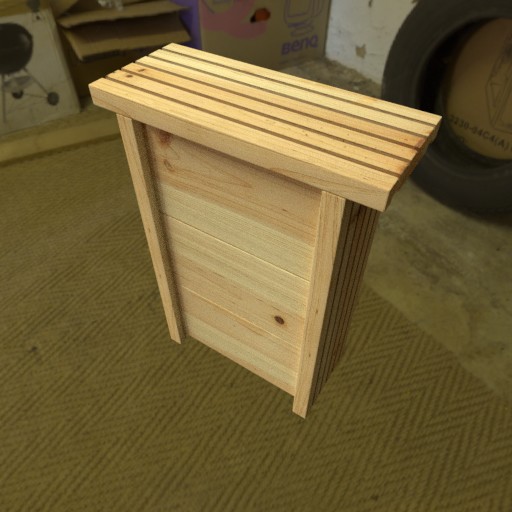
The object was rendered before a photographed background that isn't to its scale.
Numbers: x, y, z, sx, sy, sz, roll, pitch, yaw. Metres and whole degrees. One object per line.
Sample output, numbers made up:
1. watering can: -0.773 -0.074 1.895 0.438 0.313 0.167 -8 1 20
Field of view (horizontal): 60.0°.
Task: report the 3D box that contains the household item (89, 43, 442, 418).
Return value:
1. household item: 0.000 0.000 0.546 0.301 0.407 0.123 25 51 22
